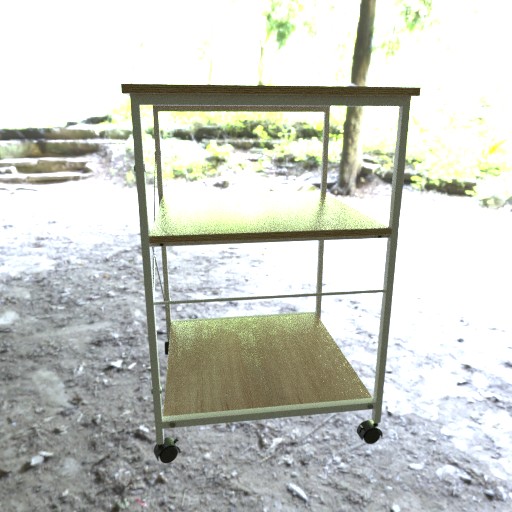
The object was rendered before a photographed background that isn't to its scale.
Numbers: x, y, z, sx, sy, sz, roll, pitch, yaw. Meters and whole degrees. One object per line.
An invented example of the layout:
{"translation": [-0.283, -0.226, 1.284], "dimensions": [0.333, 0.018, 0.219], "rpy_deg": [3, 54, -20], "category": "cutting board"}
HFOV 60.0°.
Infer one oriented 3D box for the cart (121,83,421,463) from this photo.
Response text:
{"translation": [0.000, 0.000, 1.110], "dimensions": [0.520, 0.762, 0.521], "rpy_deg": [-2, 17, -8], "category": "cart"}
